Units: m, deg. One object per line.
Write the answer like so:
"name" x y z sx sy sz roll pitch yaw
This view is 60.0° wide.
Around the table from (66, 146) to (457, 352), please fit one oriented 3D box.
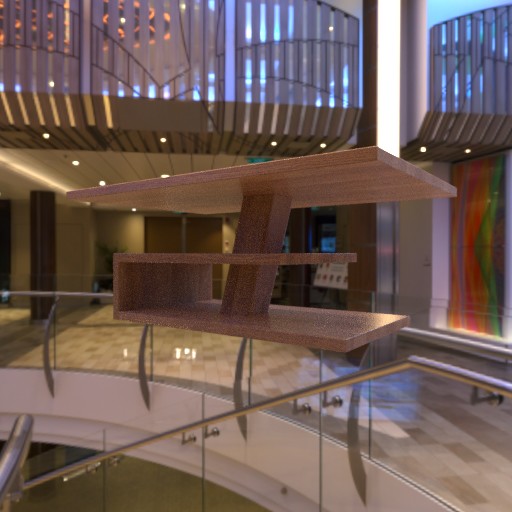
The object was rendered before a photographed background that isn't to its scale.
"table" 0.000 0.000 1.479 1.100 0.442 0.700 0 0 36
